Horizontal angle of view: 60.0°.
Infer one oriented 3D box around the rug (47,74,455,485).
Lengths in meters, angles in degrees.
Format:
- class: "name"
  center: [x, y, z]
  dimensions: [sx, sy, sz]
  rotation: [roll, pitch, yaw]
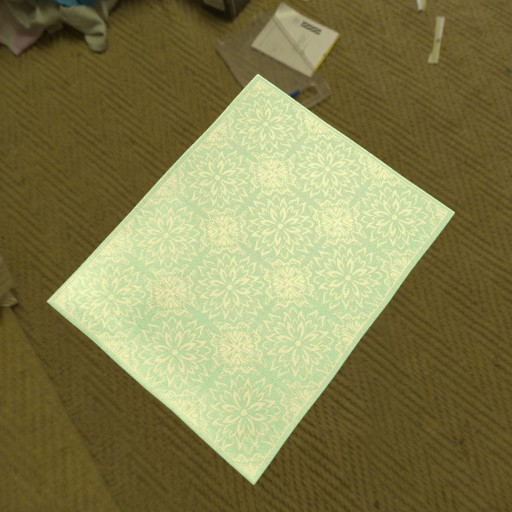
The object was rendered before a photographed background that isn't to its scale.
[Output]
- class: "rug"
  center: [0.000, 0.000, 4.027]
  dimensions: [2.363, 0.012, 2.980]
  rotation: [38, 79, 9]
